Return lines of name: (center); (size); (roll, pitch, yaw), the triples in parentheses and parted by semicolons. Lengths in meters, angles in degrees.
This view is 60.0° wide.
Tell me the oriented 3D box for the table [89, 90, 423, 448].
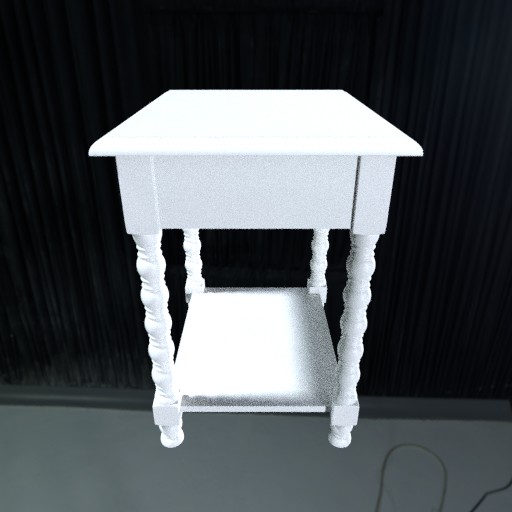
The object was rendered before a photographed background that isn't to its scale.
table: (0.000, 0.000, 0.822); (0.381, 0.531, 0.460); (0, 27, 0)
